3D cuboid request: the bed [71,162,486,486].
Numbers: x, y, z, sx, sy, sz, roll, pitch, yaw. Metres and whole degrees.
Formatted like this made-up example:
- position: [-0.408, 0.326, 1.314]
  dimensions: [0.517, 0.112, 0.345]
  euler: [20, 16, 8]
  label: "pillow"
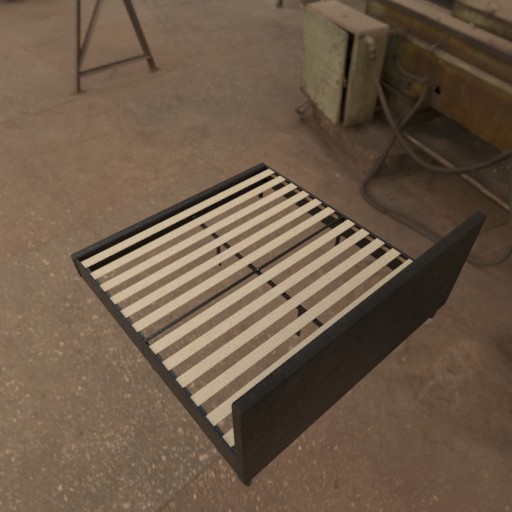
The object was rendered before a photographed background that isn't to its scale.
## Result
- position: [0.000, 0.000, 3.278]
  dimensions: [2.018, 1.046, 2.152]
  euler: [-31, 53, -28]
  label: "bed"
